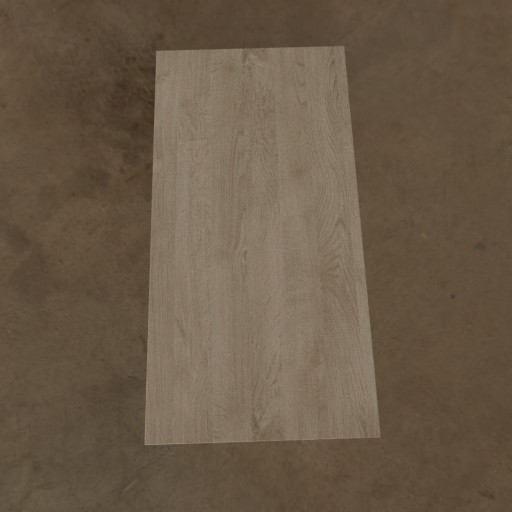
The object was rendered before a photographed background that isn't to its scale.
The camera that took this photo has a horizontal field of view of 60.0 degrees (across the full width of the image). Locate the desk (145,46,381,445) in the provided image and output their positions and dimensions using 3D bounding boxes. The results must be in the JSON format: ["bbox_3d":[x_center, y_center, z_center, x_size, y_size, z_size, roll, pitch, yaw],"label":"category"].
[{"bbox_3d":[0.000,0.000,1.541,0.560,0.730,1.096,-2,76,0],"label":"desk"}]
